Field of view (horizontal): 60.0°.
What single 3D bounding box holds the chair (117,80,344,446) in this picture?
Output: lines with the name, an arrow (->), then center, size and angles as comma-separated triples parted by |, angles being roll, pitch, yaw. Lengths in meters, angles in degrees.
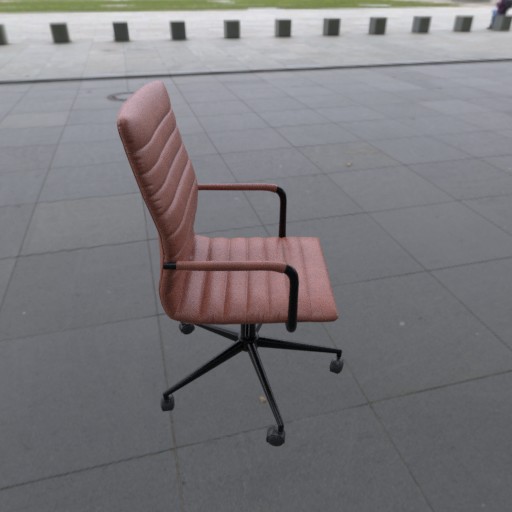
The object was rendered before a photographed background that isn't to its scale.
chair -> 0.000, 0.000, 1.246 | 0.578, 0.878, 0.600 | 0, 32, 0
